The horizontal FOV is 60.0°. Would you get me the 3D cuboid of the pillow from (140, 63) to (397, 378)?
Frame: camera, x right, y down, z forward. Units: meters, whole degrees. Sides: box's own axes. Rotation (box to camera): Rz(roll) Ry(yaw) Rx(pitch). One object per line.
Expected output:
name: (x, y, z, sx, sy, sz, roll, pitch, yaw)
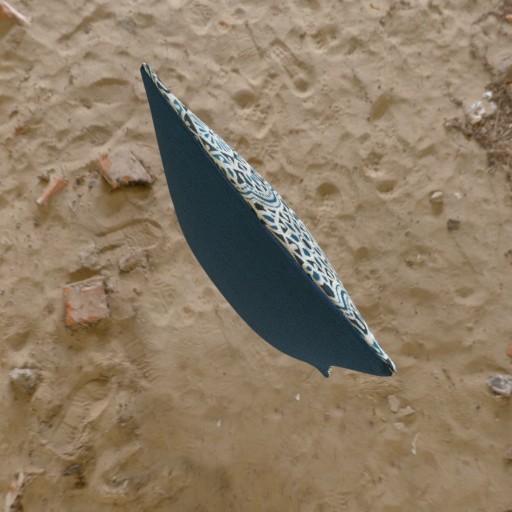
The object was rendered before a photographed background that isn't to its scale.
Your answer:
pillow: (0.000, 0.000, 0.662, 0.145, 0.420, 0.440, -37, 78, -9)
